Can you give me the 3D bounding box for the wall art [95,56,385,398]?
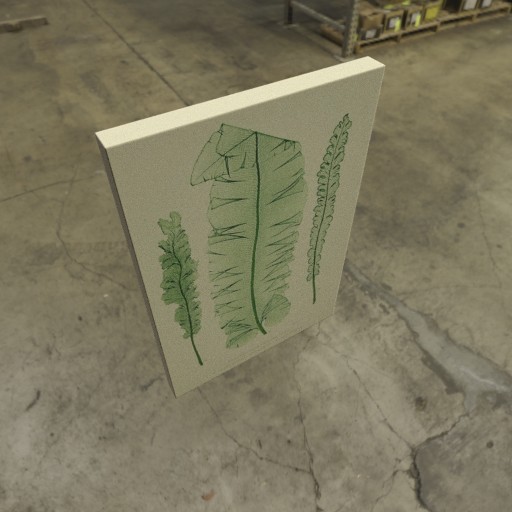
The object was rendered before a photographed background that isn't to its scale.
[{"bbox_3d":[0.000,0.000,0.801,0.418,0.608,0.038,-24,51,-21],"label":"wall art"}]
